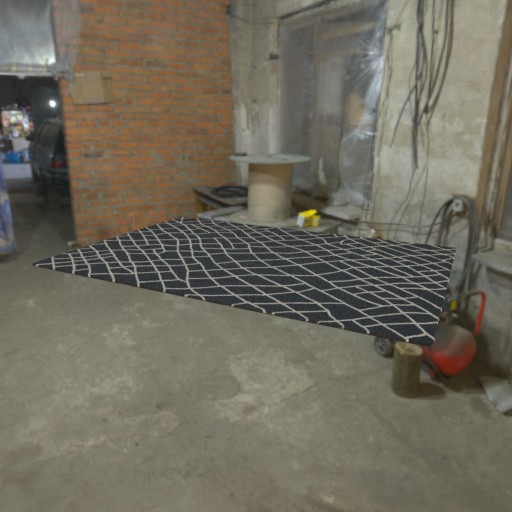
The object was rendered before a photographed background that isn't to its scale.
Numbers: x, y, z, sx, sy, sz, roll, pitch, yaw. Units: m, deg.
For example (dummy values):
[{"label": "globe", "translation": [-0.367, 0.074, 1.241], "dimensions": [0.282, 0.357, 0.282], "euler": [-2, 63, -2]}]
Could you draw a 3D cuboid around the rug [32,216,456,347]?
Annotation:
[{"label": "rug", "translation": [0.000, 0.000, 2.278], "dimensions": [1.830, 0.013, 1.223], "euler": [8, 19, 25]}]
